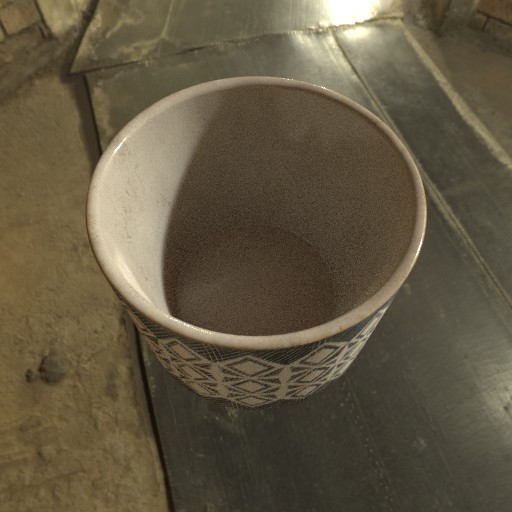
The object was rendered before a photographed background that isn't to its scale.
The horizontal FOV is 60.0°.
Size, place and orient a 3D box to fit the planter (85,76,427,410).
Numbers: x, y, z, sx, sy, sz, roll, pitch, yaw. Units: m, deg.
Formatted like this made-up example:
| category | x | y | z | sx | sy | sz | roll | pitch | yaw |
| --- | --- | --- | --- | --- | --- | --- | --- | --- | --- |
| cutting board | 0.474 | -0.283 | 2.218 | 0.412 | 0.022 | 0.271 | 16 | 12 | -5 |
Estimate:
| category | x | y | z | sx | sy | sz | roll | pitch | yaw |
| --- | --- | --- | --- | --- | --- | --- | --- | --- | --- |
| planter | 0.000 | 0.000 | 0.212 | 0.126 | 0.104 | 0.126 | 0 | 60 | 0 |
